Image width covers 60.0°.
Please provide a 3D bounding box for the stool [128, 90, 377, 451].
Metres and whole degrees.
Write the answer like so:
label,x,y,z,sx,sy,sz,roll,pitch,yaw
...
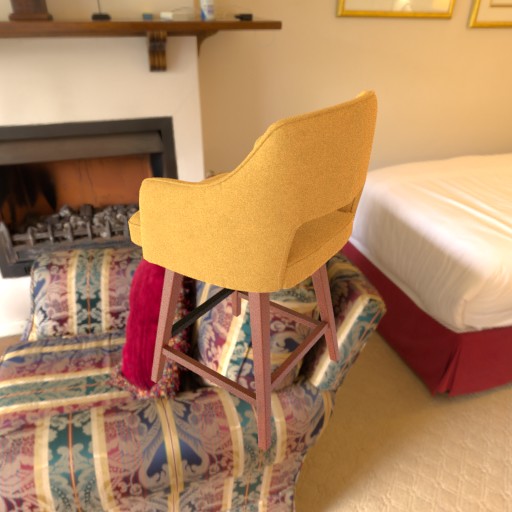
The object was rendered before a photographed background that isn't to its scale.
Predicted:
label,x,y,z,sx,sy,sz,roll,pitch,yaw
stool,0.000,0.000,1.287,0.558,0.924,0.548,20,35,30
